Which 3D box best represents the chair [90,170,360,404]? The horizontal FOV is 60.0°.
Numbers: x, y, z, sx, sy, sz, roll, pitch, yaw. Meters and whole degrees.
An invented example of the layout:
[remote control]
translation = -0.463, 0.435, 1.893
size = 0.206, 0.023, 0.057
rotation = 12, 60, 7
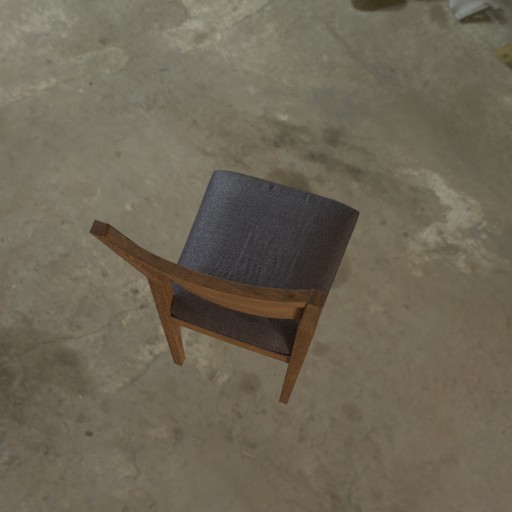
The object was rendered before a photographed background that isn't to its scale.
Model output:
[chair]
translation = 0.000, 0.000, 1.276
size = 0.501, 0.939, 0.610
rotation = 17, 64, 9
